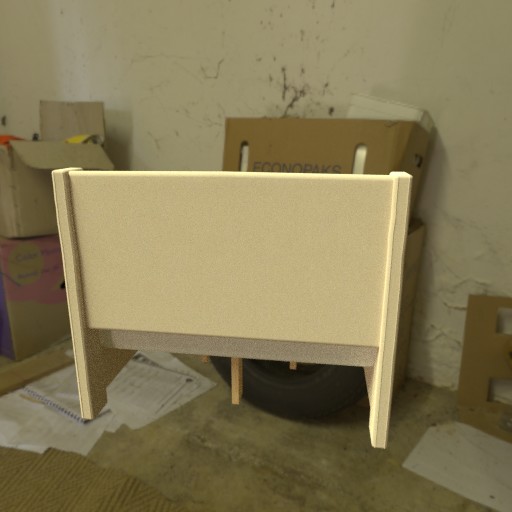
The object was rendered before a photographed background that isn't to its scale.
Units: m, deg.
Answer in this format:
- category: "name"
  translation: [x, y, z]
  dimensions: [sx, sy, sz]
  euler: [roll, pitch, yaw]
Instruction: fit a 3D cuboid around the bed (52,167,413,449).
- category: "bed"
  translation: [0.000, 0.000, 3.411]
  dimensions: [1.778, 1.471, 2.293]
  euler: [2, 16, 8]
